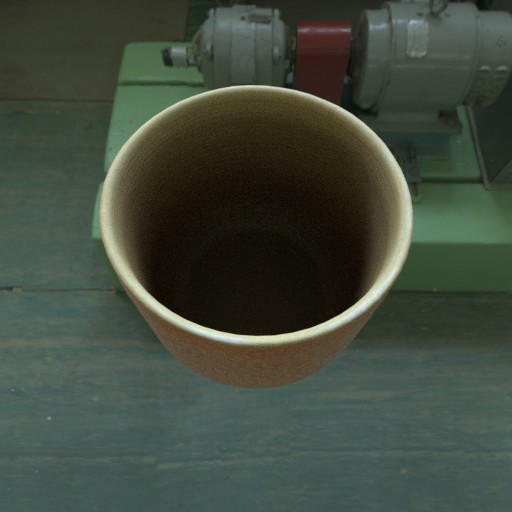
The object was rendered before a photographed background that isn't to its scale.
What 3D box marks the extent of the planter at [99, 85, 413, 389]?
[{"bbox_3d":[0.000,0.000,0.299,0.170,0.152,0.170,0,64,0],"label":"planter"}]
